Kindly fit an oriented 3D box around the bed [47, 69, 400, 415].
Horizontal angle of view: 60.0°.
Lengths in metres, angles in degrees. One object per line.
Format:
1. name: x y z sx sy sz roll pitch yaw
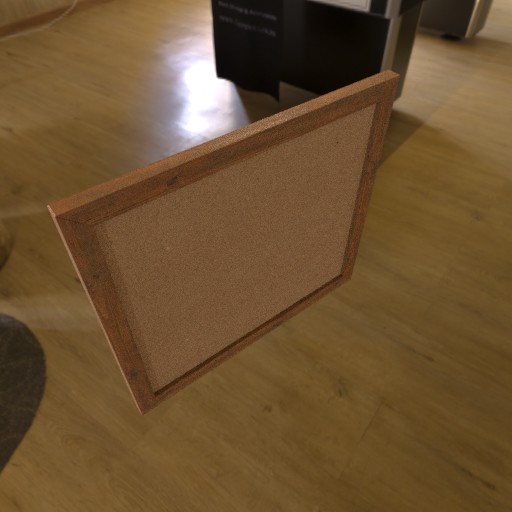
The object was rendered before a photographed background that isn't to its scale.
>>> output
1. bed: 0.000 0.000 1.458 1.046 0.942 0.046 -29 53 -24
